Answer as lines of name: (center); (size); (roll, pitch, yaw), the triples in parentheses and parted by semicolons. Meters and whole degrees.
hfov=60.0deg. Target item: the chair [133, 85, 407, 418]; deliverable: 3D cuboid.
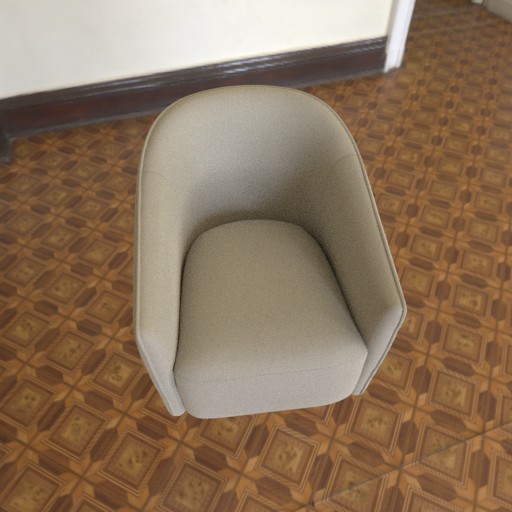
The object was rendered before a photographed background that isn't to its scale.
chair: (0.000, 0.000, 1.516); (0.747, 0.799, 0.875); (-5, 48, -5)
